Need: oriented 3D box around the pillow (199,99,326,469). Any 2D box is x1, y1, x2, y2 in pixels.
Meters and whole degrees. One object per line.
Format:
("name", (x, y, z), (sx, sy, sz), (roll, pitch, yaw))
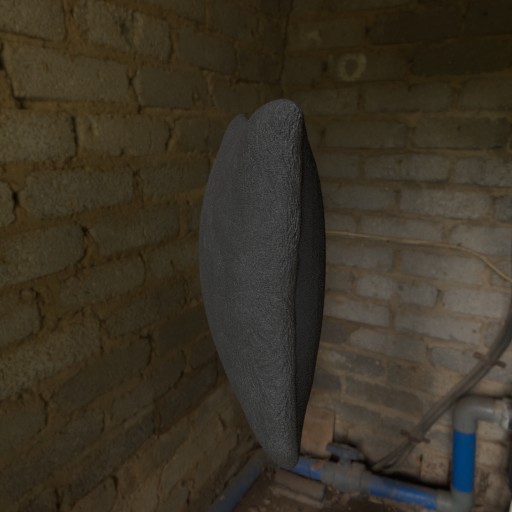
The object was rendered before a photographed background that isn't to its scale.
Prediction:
("pillow", (0.000, 0.000, 0.818), (0.210, 0.523, 0.533), (-2, 15, -9))
